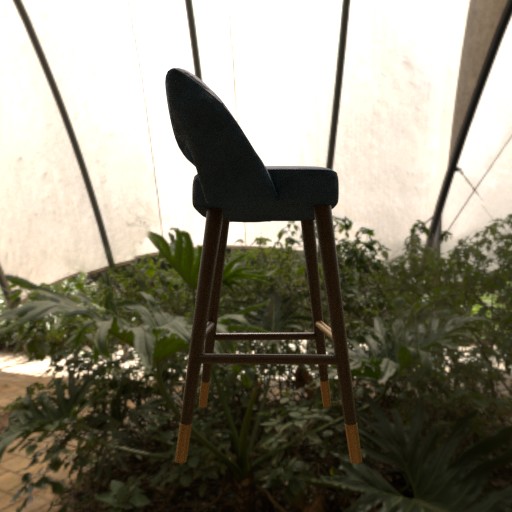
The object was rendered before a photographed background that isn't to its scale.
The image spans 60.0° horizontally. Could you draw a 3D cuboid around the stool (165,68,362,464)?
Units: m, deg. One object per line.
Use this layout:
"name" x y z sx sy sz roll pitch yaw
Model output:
"stool" 0.000 0.000 1.314 0.515 1.016 0.514 0 -2 0
